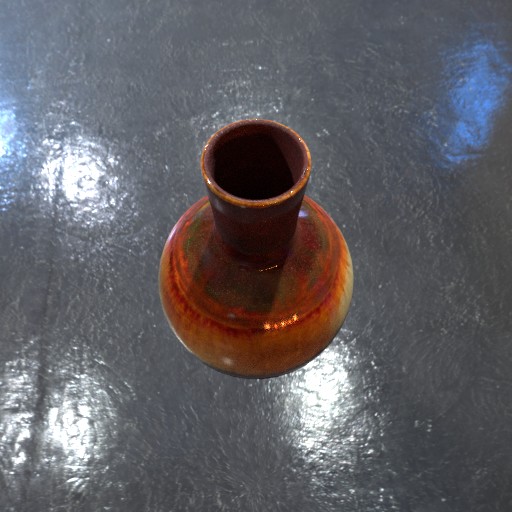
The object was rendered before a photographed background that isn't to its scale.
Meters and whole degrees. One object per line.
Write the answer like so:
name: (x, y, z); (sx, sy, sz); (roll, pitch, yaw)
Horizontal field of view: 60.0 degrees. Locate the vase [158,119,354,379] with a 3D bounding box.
vase: (0.000, 0.000, 0.232); (0.111, 0.154, 0.111); (0, 62, 0)
